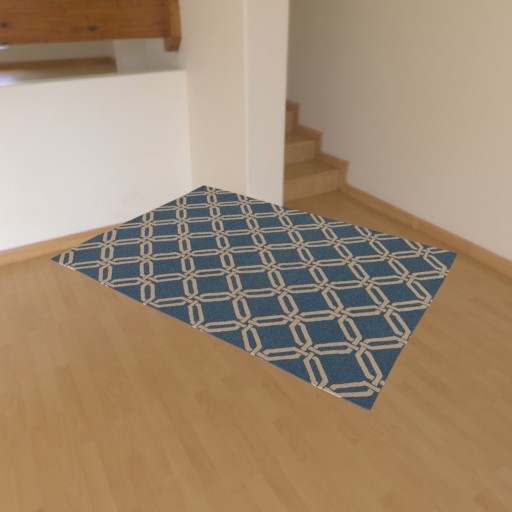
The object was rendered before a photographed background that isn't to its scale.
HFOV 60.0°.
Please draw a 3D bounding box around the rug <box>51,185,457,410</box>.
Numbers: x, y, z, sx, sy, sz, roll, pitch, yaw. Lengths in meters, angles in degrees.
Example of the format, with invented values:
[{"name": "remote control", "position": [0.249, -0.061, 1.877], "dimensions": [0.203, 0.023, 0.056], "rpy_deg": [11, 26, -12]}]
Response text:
[{"name": "rug", "position": [0.000, 0.000, 2.828], "dimensions": [2.135, 0.013, 1.524], "rpy_deg": [19, 35, 29]}]
